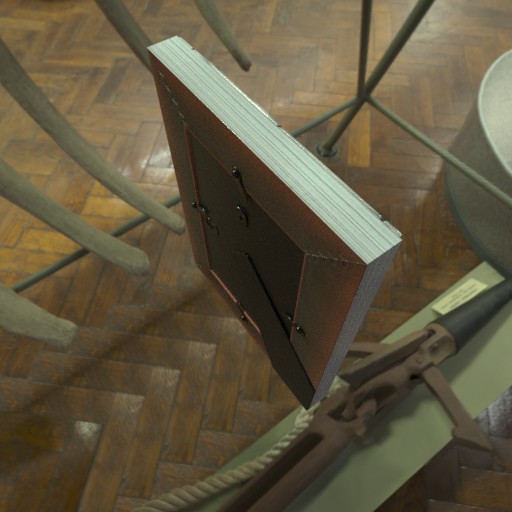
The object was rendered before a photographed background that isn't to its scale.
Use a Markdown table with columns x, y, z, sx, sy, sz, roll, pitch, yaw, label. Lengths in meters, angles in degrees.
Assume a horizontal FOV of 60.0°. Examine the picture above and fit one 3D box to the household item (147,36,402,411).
| x | y | z | sx | sy | sz | roll | pitch | yaw | label |
| --- | --- | --- | --- | --- | --- | --- | --- | --- | --- |
| 0.000 | 0.000 | 0.290 | 0.025 | 0.216 | 0.165 | -32 | 63 | -18 | household item |
